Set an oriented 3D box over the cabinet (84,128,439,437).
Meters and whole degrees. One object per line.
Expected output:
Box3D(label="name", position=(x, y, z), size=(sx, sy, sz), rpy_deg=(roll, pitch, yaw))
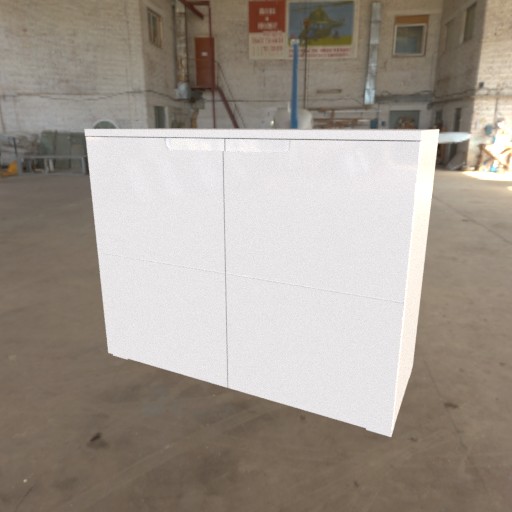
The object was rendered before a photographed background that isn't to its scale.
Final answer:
Box3D(label="cabinet", position=(0.000, 0.000, 1.453), size=(1.000, 0.800, 0.400), rpy_deg=(8, 18, 25))
